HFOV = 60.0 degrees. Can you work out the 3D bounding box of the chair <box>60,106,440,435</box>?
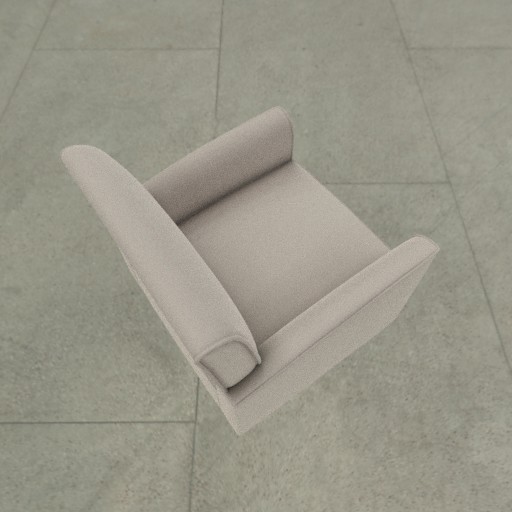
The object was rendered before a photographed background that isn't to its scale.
[{"bbox_3d":[0.000,0.000,1.541,0.820,0.915,0.820,-31,62,-18],"label":"chair"}]
